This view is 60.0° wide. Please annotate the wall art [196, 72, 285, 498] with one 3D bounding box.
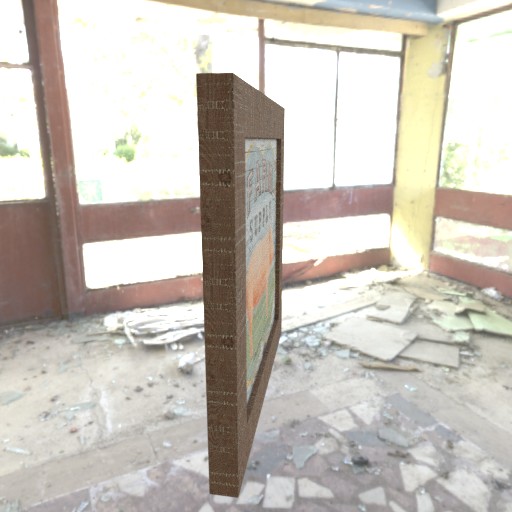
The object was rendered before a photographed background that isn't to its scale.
[{"bbox_3d":[0.000,0.000,0.783,0.040,0.531,0.531,2,15,9],"label":"wall art"}]
